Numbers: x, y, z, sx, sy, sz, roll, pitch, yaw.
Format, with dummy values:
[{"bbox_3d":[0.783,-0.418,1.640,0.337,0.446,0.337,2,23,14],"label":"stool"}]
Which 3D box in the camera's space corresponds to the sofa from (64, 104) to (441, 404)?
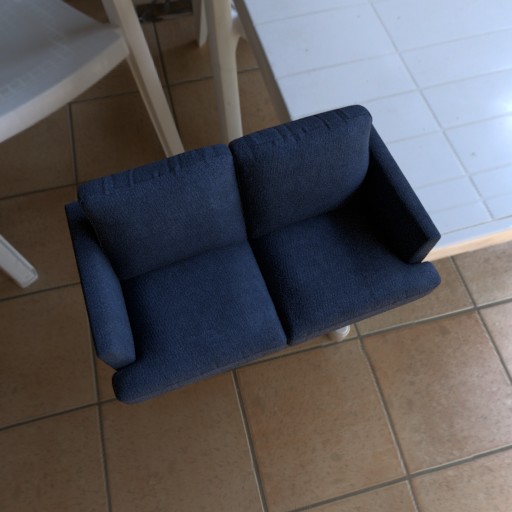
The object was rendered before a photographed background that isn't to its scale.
[{"bbox_3d":[0.000,0.000,2.157,1.582,0.944,0.903,-18,66,-9],"label":"sofa"}]
